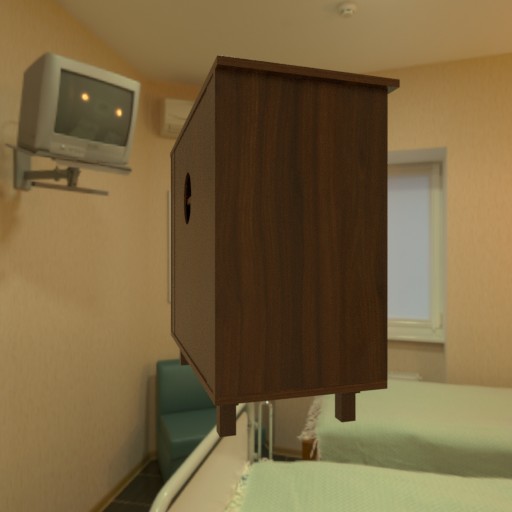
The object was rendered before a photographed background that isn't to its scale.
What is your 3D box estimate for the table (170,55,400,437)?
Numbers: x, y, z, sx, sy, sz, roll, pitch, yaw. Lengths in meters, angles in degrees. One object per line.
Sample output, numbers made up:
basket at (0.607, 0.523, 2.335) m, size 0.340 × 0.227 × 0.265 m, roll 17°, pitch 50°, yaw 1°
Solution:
table at (0.000, 0.000, 1.238) m, size 0.390 × 0.725 × 0.802 m, roll 0°, pitch 0°, yaw -17°
